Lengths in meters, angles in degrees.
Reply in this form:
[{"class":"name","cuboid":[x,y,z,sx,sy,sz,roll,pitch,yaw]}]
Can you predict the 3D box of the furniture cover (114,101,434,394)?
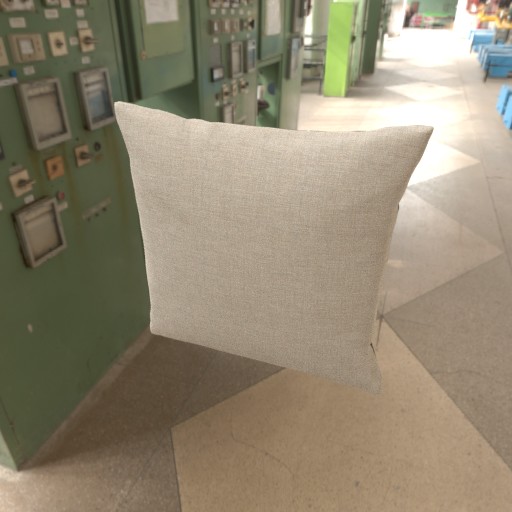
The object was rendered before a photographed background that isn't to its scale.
[{"class":"furniture cover","cuboid":[0.000,0.000,0.802,0.517,0.508,0.158,11,32,18]}]
